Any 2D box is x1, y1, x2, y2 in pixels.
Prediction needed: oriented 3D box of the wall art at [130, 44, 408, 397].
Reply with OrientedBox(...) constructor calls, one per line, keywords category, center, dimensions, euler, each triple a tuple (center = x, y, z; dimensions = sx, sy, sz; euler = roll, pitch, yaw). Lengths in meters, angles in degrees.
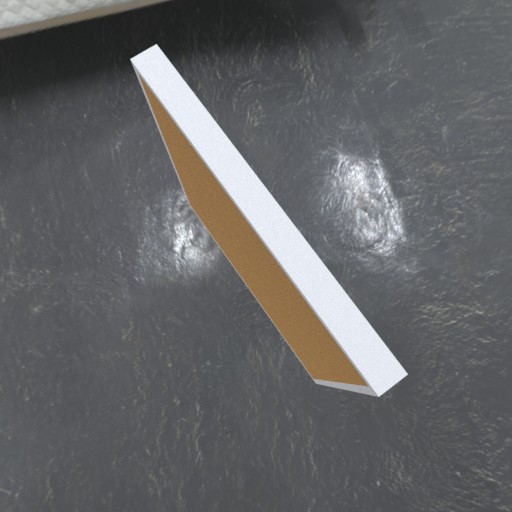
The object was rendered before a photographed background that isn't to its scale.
OrientedBox(category="wall art", center=(0.000, 0.000, 0.769), dimensions=(0.040, 0.509, 0.509), euler=(-34, 78, -8))
